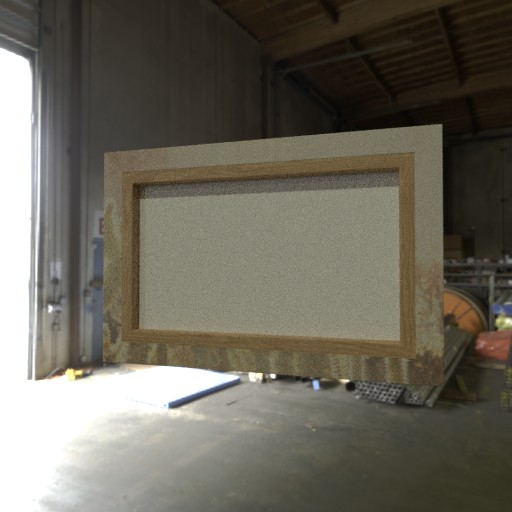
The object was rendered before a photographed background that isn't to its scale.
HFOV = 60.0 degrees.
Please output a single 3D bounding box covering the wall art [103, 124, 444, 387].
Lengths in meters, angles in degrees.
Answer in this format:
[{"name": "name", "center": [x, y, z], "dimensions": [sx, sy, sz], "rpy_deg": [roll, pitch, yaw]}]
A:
[{"name": "wall art", "center": [0.000, 0.000, 1.175], "dimensions": [0.916, 0.608, 0.040], "rpy_deg": [0, -1, 17]}]
